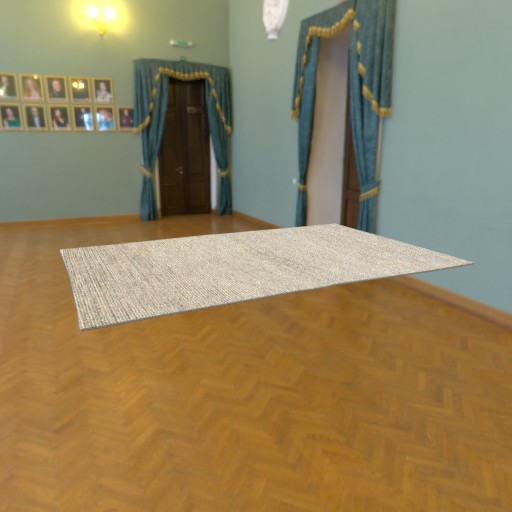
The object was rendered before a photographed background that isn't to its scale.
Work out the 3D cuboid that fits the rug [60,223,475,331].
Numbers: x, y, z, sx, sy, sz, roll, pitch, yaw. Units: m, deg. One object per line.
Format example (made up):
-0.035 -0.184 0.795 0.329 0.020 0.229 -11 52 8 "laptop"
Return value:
0.000 0.000 2.272 1.804 0.022 1.162 -7 16 -25 "rug"
